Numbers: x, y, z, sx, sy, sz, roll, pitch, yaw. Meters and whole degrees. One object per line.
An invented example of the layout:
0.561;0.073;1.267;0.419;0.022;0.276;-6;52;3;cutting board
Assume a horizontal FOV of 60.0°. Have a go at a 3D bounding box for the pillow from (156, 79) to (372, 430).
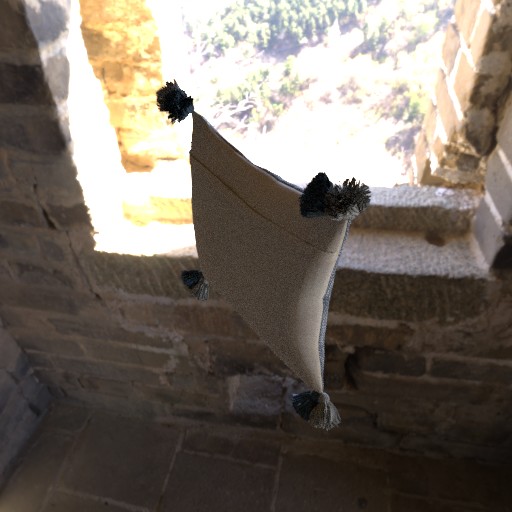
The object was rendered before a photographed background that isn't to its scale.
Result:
0.000;0.000;0.954;0.138;0.634;0.614;-25;47;-27;pillow
